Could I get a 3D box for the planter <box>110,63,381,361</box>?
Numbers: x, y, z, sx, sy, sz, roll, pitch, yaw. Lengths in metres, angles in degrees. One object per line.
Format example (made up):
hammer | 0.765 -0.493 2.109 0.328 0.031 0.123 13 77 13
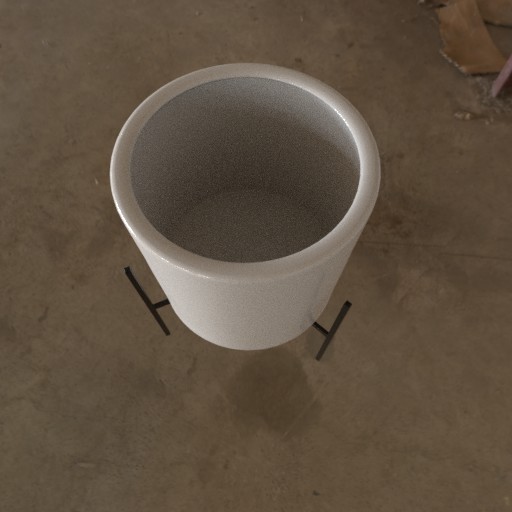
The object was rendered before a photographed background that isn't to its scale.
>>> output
planter | 0.000 0.000 0.647 0.308 0.431 0.307 39 70 17
